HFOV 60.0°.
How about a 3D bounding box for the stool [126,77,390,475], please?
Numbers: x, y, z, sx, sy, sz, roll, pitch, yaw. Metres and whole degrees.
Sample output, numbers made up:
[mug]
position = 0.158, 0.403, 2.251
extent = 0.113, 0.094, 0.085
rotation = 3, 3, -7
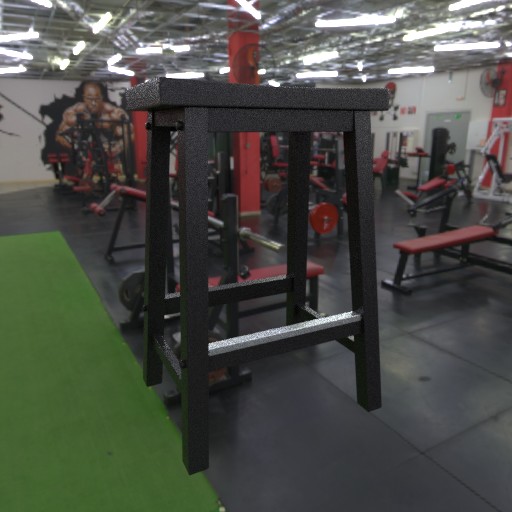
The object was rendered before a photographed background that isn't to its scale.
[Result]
[stool]
position = 0.000, 0.000, 0.860
extent = 0.406, 0.610, 0.322
rotation = -8, 18, -26
